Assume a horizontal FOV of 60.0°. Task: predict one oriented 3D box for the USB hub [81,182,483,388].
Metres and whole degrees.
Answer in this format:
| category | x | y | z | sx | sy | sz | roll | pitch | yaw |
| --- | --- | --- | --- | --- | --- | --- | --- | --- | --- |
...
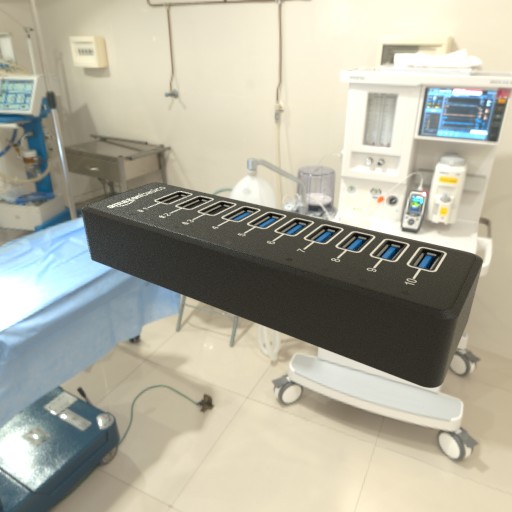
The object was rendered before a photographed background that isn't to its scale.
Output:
| category | x | y | z | sx | sy | sz | roll | pitch | yaw |
| --- | --- | --- | --- | --- | --- | --- | --- | --- | --- |
| USB hub | 0.000 | 0.000 | 0.164 | 0.145 | 0.023 | 0.044 | 16 | 31 | 30 |
